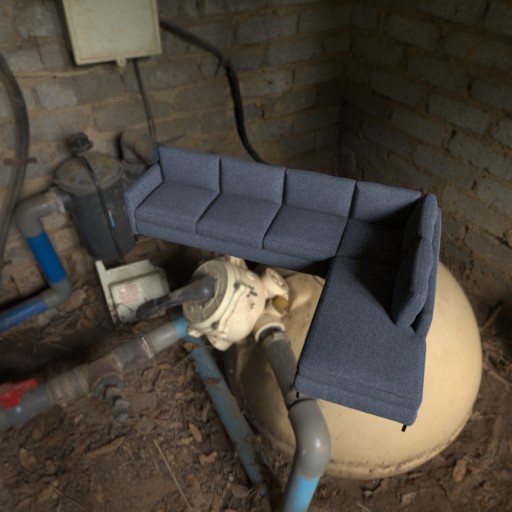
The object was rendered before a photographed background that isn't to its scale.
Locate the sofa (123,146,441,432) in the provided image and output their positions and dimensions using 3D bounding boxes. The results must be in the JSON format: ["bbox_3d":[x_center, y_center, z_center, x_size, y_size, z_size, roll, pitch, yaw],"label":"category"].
[{"bbox_3d":[0.000,0.000,3.849,2.949,0.815,2.007,13,42,15],"label":"sofa"}]
